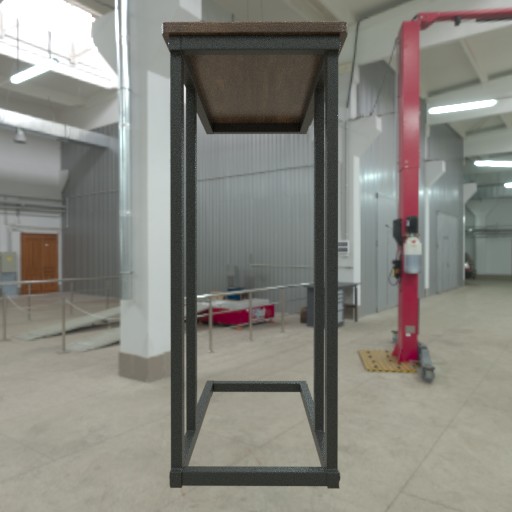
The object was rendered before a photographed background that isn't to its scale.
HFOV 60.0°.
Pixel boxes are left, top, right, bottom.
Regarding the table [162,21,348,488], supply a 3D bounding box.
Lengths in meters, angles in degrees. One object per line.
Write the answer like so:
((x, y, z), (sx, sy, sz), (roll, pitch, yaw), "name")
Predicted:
((0.000, 0.000, 0.826), (0.254, 0.637, 0.450), (0, 1, 0), "table")
